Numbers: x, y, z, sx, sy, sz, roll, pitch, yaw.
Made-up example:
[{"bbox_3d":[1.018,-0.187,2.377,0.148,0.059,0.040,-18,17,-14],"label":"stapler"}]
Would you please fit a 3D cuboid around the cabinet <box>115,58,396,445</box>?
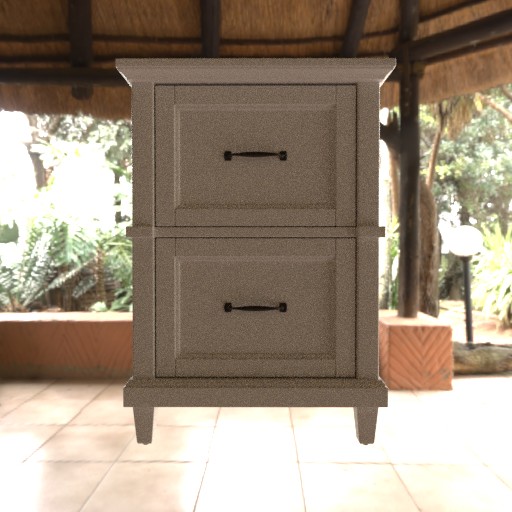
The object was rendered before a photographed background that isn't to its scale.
[{"bbox_3d":[0.000,0.000,1.136,0.544,0.775,0.547,0,1,0],"label":"cabinet"}]
